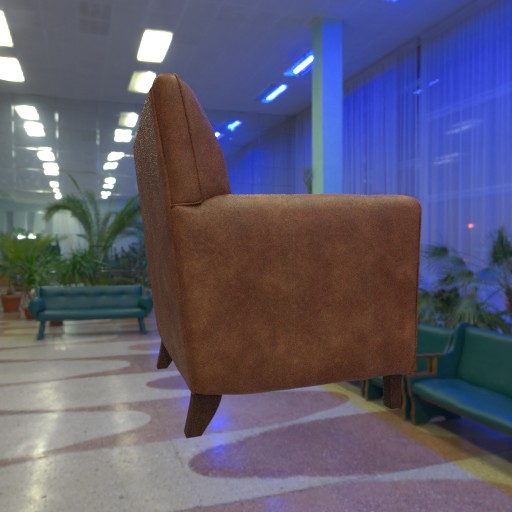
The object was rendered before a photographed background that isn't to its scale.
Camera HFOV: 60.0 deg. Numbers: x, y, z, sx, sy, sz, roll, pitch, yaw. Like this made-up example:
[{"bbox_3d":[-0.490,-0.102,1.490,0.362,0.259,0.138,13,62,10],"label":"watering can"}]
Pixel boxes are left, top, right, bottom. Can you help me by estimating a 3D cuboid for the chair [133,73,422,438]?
[{"bbox_3d":[0.000,0.000,1.610,0.823,0.943,0.870,0,1,-19],"label":"chair"}]
